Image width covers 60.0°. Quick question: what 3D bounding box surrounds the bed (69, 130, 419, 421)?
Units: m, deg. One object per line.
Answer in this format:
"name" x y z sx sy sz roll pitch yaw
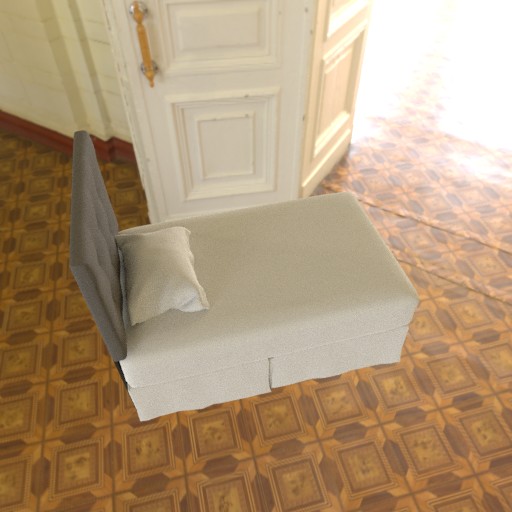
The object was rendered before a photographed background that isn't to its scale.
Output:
"bed" 0.000 0.000 3.023 1.997 1.571 1.261 -11 48 -10
